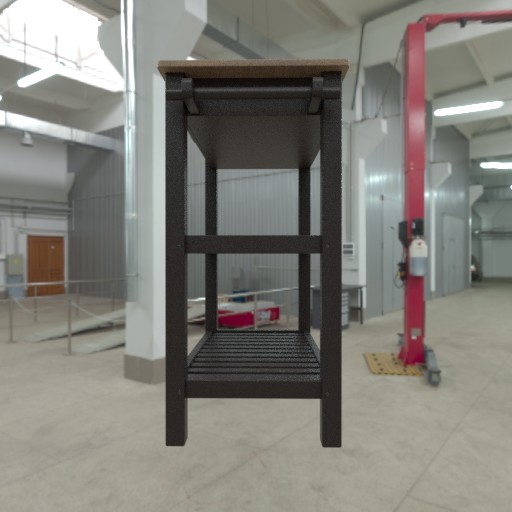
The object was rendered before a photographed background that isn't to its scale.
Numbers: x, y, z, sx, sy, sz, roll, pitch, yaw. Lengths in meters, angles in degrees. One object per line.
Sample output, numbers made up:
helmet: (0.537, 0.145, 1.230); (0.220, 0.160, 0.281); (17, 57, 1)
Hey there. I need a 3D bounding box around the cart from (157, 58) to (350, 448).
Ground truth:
cart: (0.000, 0.000, 1.431); (0.457, 0.927, 0.899); (0, 0, 1)
